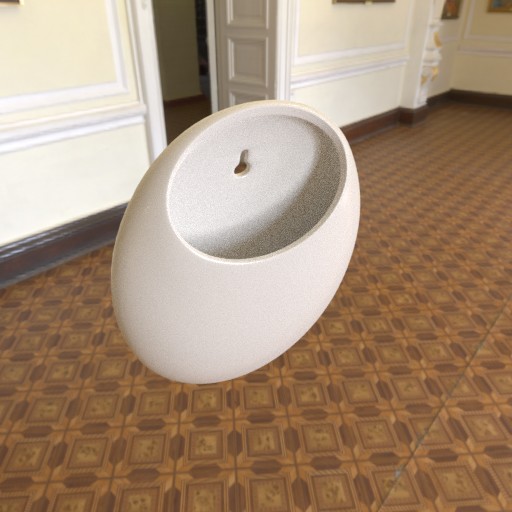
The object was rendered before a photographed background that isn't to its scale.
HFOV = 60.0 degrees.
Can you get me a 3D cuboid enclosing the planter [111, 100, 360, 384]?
[{"bbox_3d":[0.000,0.000,0.280,0.185,0.188,0.043,-20,35,-31],"label":"planter"}]
